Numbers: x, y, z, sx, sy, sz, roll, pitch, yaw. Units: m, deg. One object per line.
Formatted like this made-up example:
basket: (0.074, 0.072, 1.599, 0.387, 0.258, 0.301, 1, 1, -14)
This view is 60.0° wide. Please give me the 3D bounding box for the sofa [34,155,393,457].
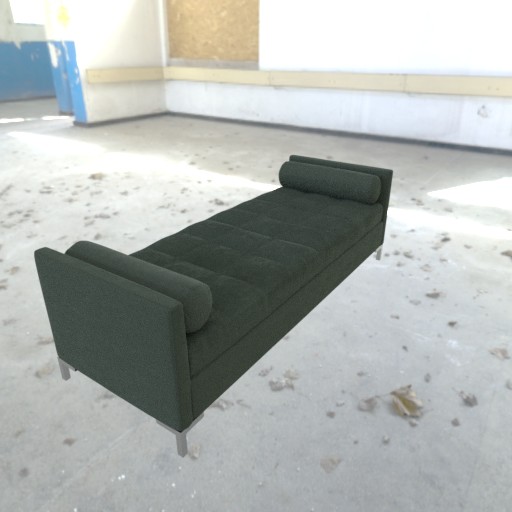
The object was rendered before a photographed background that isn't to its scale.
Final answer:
sofa: (0.000, 0.000, 2.495, 0.797, 0.657, 2.102, 17, 31, 31)
